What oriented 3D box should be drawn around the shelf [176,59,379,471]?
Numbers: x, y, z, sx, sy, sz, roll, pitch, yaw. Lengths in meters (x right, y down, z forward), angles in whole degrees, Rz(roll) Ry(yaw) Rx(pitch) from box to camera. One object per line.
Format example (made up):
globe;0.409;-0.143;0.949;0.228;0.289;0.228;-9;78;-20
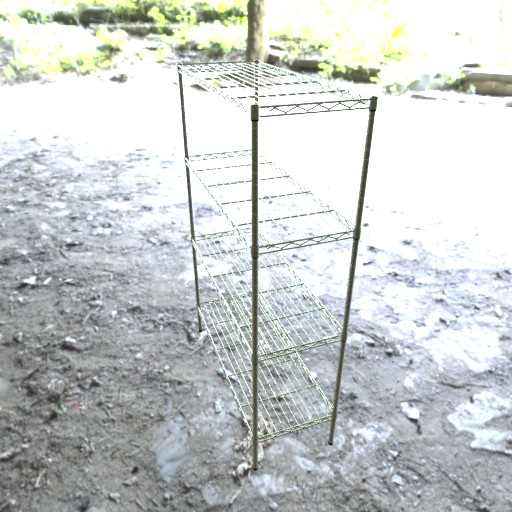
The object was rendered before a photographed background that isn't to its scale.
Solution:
shelf;0.000;0.000;1.789;0.352;1.360;0.907;-10;31;-17
